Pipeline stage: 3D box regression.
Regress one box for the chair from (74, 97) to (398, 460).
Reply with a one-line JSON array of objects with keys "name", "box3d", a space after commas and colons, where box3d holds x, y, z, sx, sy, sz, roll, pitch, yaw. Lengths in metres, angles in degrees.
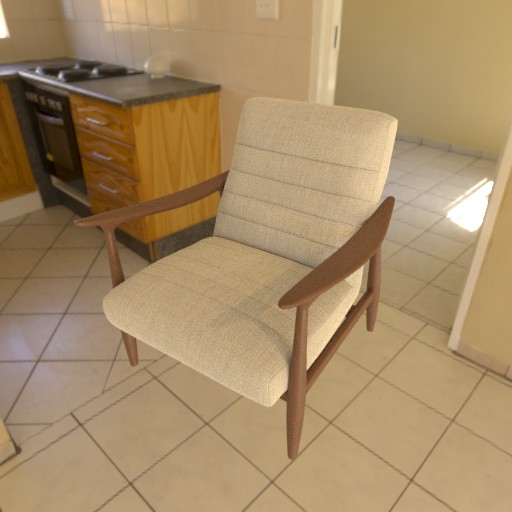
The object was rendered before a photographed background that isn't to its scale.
[{"name": "chair", "box3d": [0.000, 0.000, 1.433, 0.741, 0.832, 0.798, 19, 36, 29]}]
